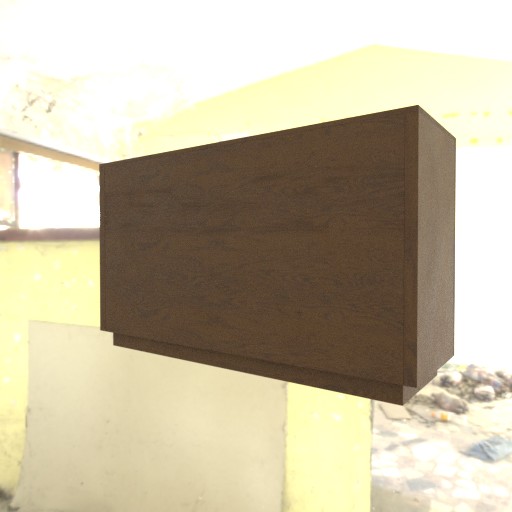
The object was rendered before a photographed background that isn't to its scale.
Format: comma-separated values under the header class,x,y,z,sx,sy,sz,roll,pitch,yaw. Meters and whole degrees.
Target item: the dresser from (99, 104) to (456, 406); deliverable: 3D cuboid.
class,x,y,z,sx,sy,sz,roll,pitch,yaw
dresser,0.000,0.000,1.928,1.523,0.889,0.512,1,1,36
